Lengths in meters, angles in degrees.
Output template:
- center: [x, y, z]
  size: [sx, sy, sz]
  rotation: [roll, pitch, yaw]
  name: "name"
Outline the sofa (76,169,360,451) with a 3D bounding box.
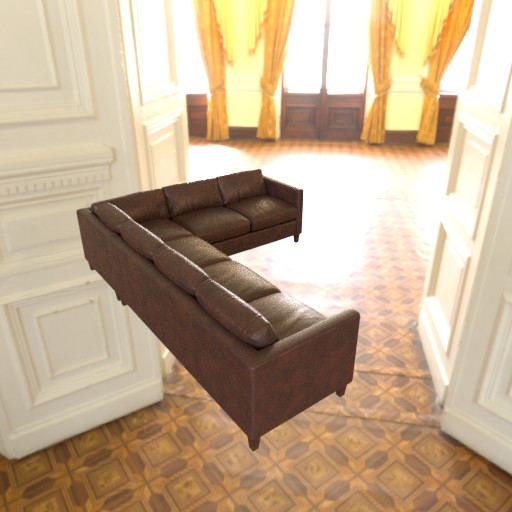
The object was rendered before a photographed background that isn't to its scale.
- center: [0.000, 0.000, 4.332]
  size: [2.438, 0.836, 3.152]
  rotation: [-18, 31, -33]
  name: "sofa"
